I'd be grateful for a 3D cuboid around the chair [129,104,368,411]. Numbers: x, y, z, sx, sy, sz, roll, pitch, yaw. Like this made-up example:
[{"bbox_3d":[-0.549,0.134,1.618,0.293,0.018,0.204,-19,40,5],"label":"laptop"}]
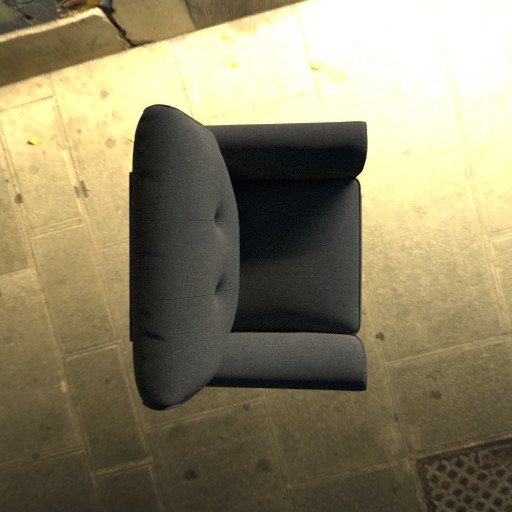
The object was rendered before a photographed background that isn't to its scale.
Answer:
[{"bbox_3d":[0.000,0.000,1.654,0.816,0.890,0.941,0,91,1],"label":"chair"}]
